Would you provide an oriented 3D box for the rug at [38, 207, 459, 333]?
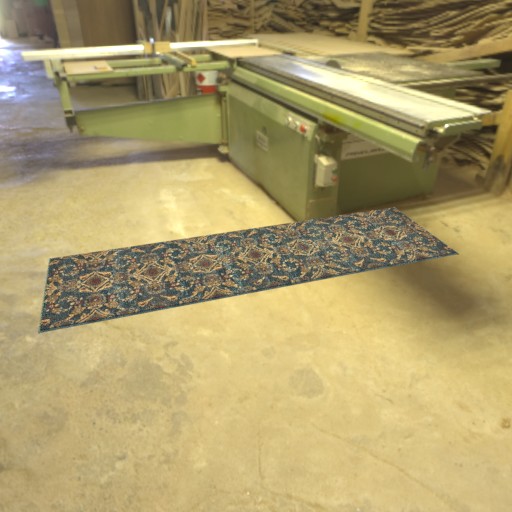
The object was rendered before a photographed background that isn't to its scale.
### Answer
[{"bbox_3d":[0.000,0.000,2.585,2.292,0.014,0.685,-9,32,-15],"label":"rug"}]
